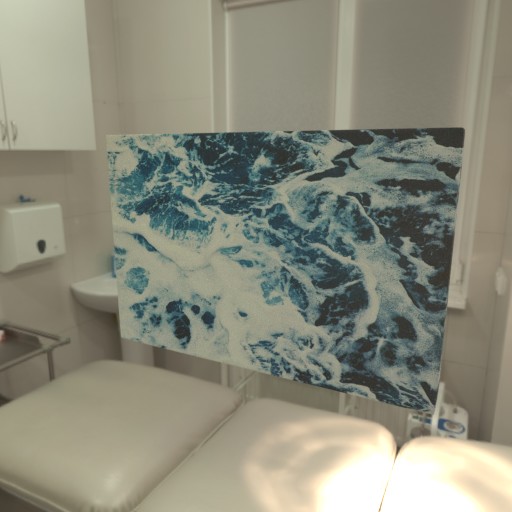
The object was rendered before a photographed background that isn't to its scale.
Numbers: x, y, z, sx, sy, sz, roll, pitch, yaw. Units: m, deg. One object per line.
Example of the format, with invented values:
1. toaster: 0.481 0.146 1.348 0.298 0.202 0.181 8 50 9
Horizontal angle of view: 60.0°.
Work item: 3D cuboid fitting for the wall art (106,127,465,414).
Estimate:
1. wall art: 0.000 0.000 0.756 0.609 0.407 0.043 7 15 26
